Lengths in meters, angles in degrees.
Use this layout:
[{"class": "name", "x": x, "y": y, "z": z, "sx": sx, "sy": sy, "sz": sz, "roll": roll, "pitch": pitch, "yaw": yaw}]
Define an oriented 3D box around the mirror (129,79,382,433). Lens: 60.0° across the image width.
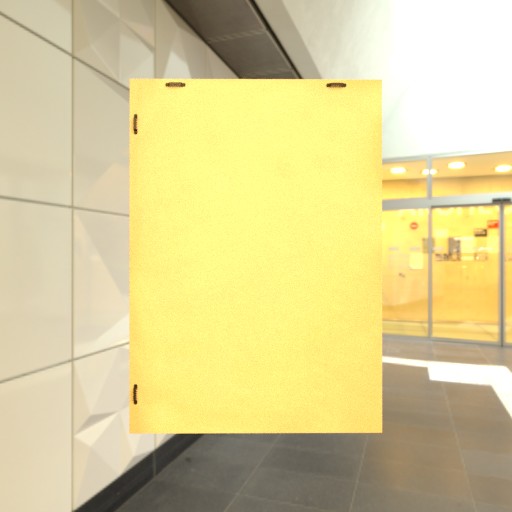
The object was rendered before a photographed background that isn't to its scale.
[{"class": "mirror", "x": 0.000, "y": 0.000, "z": 0.904, "sx": 0.507, "sy": 0.710, "sz": 0.040, "roll": 0, "pitch": 0, "yaw": 0}]
